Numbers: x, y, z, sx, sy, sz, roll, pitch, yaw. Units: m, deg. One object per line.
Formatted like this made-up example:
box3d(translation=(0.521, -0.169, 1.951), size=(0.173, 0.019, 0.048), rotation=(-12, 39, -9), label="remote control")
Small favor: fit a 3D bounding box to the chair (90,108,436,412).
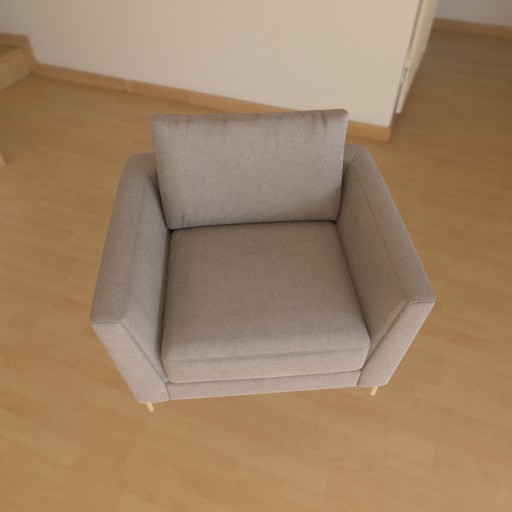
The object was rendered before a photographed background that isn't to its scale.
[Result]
box3d(translation=(0.000, 0.000, 1.715), size=(1.041, 0.864, 0.889), rotation=(-3, 47, -3), label="chair")
